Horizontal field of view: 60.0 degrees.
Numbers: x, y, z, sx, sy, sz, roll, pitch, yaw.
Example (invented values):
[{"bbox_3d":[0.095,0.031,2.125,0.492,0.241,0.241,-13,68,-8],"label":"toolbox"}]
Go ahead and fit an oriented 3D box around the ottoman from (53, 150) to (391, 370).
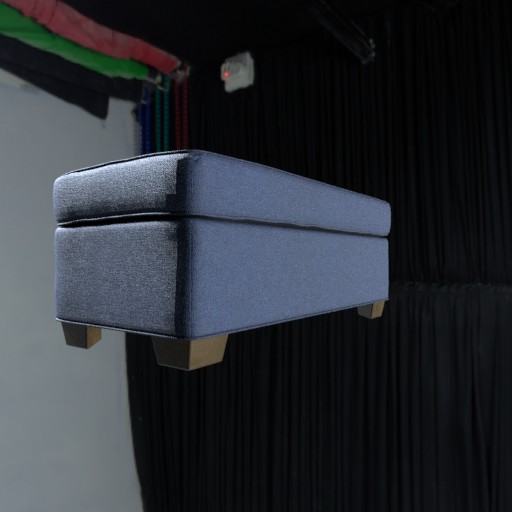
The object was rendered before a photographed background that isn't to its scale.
[{"bbox_3d":[0.000,0.000,1.417,0.515,0.460,1.110,0,0,36],"label":"ottoman"}]
